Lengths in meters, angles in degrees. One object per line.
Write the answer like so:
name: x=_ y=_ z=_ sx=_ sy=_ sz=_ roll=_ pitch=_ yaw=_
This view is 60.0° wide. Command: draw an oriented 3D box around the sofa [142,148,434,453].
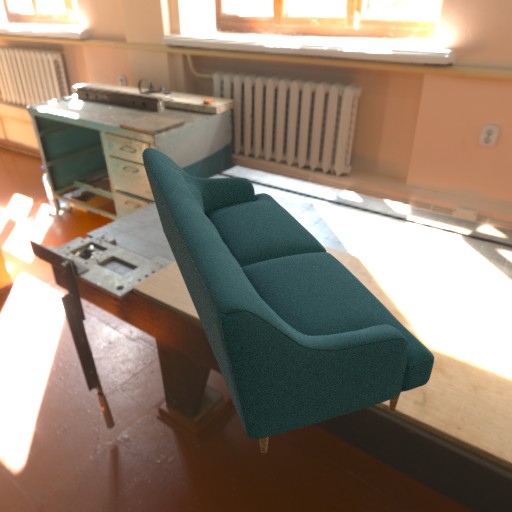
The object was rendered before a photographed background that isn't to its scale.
sofa: x=0.000 y=0.000 z=2.605 sx=0.978 sy=0.871 sz=2.057 roll=-10 pitch=32 yaw=-17
